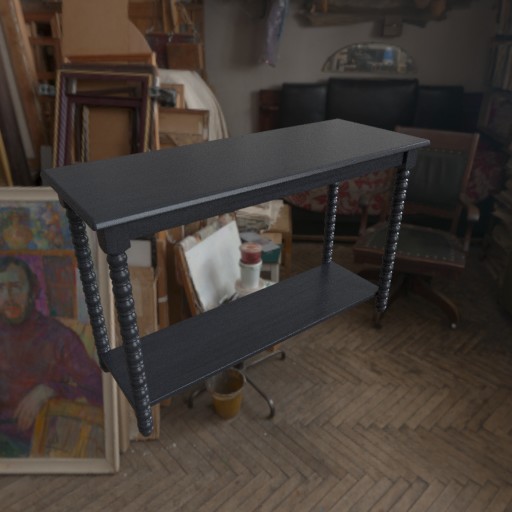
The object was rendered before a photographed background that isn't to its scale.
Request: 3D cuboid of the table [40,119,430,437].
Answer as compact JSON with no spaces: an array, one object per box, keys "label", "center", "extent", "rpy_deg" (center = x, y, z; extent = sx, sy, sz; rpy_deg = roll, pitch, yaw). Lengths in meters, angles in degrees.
[{"label":"table","center":[0.000,0.000,1.568],"extent":[1.184,0.735,0.459],"rpy_deg":[-19,34,-31]}]
